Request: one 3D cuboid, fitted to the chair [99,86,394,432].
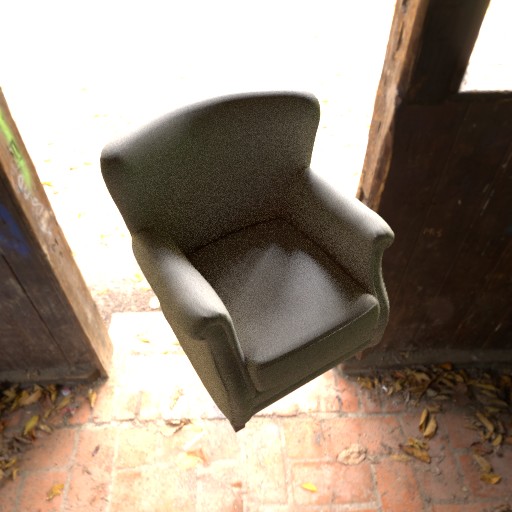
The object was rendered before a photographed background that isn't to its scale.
[{"bbox_3d":[0.000,0.000,1.717,0.861,0.936,0.921,-24,52,-21],"label":"chair"}]
